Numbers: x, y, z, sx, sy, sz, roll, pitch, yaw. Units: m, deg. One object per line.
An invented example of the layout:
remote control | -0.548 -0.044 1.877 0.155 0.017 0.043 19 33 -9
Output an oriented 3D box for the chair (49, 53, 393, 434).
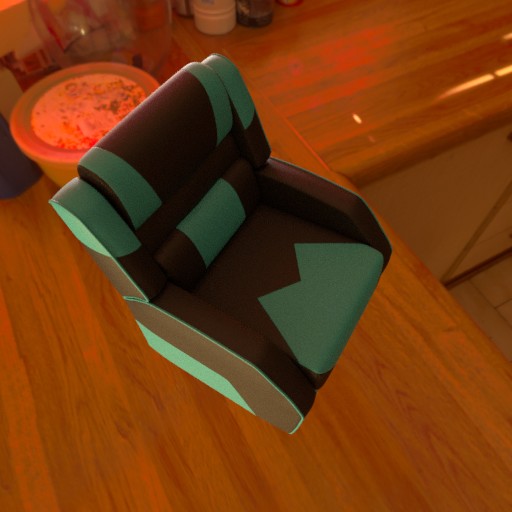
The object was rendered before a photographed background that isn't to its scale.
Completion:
chair | 0.000 0.000 1.280 0.672 0.805 0.620 27 62 16
